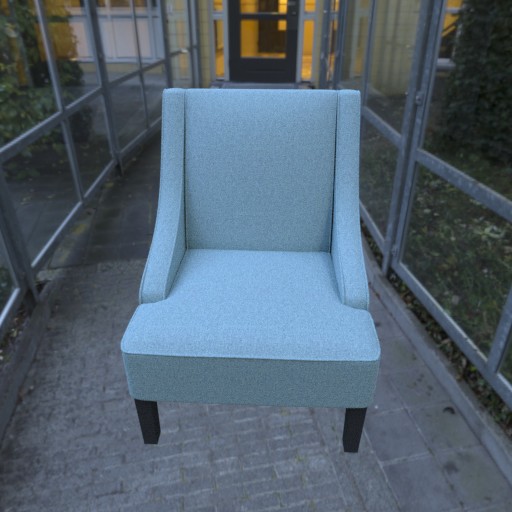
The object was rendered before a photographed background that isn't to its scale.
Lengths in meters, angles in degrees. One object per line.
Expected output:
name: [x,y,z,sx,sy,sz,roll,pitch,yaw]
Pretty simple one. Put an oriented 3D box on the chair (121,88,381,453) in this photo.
chair: [0.000,0.000,1.802,0.857,1.133,1.025,1,30,2]
